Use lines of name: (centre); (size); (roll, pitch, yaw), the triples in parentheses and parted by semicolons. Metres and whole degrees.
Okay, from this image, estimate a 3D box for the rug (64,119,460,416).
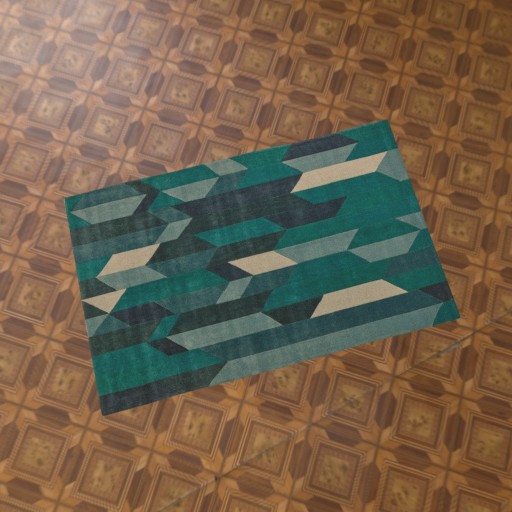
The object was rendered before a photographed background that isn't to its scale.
rug: (0.000, 0.000, 3.049); (2.420, 0.005, 1.528); (-14, 77, -3)
